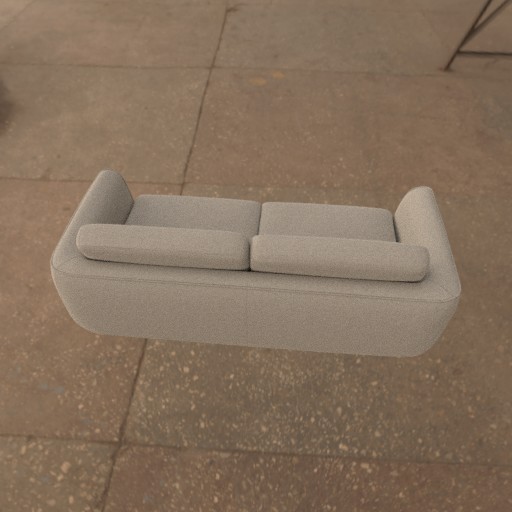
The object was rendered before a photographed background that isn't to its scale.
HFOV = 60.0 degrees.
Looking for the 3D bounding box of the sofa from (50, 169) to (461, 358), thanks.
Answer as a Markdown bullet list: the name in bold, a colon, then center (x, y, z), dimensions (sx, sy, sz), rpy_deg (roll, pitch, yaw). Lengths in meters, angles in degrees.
- **sofa**: center (0.000, 0.000, 2.484), dimensions (2.000, 0.850, 0.920), rpy_deg (4, 48, 4)
